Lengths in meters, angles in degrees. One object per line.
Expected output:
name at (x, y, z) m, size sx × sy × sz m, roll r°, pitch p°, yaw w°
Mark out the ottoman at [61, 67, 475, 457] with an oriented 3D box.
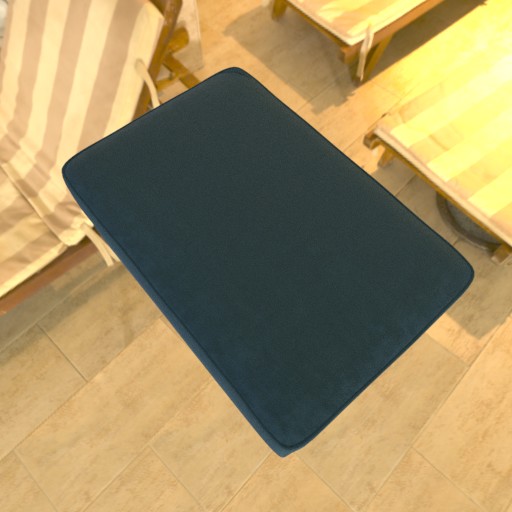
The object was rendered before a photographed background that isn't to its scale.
ottoman at (0.000, 0.000, 1.197) m, size 0.583 × 0.484 × 0.862 m, roll -37°, pitch 69°, yaw -17°
